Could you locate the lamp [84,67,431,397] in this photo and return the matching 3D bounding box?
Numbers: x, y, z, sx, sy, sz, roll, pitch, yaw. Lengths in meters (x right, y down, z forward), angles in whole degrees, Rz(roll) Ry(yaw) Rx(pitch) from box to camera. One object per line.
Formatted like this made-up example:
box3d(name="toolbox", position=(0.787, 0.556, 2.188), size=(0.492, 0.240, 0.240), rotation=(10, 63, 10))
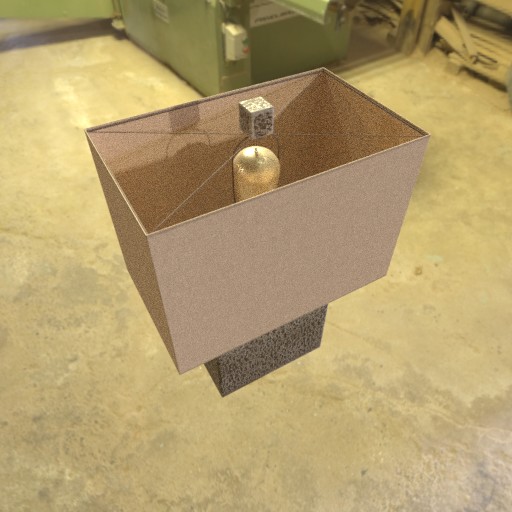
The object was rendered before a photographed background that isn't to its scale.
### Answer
box3d(name="lamp", position=(0.000, 0.000, 0.566), size=(0.294, 0.411, 0.180), rotation=(-22, 50, -20))
